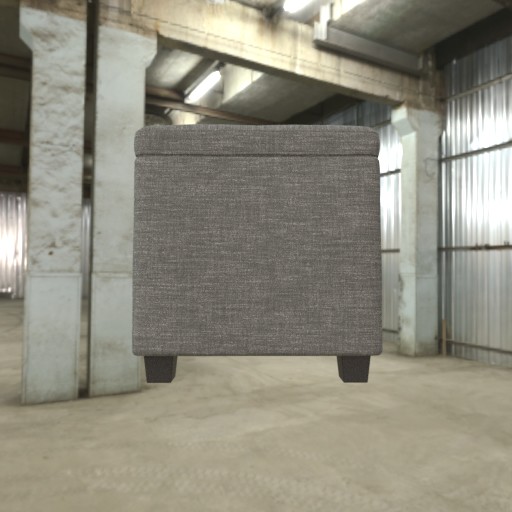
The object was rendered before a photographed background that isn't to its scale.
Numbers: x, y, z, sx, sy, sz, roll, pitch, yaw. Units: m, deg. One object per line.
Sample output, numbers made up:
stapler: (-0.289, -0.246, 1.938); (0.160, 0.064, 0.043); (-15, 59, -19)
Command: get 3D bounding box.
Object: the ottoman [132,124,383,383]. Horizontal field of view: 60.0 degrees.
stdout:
ottoman: (0.000, 0.000, 1.139); (0.419, 0.432, 0.902); (0, -2, 0)
